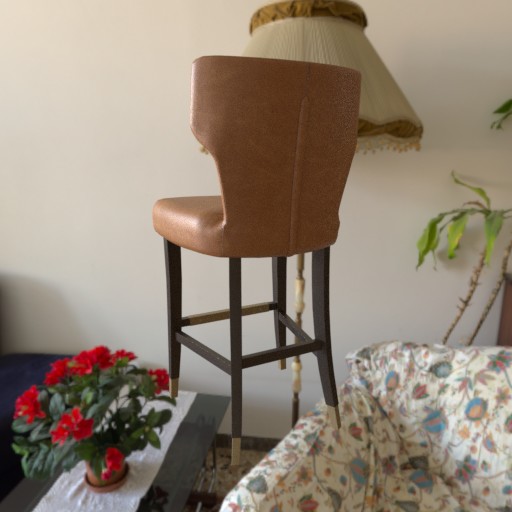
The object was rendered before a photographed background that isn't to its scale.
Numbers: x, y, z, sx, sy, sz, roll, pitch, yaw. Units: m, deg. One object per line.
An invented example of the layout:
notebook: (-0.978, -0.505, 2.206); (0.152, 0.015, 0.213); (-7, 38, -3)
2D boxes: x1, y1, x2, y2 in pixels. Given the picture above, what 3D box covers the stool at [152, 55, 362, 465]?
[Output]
stool: (0.000, 0.000, 1.416); (0.526, 1.092, 0.563); (-7, 15, -27)
